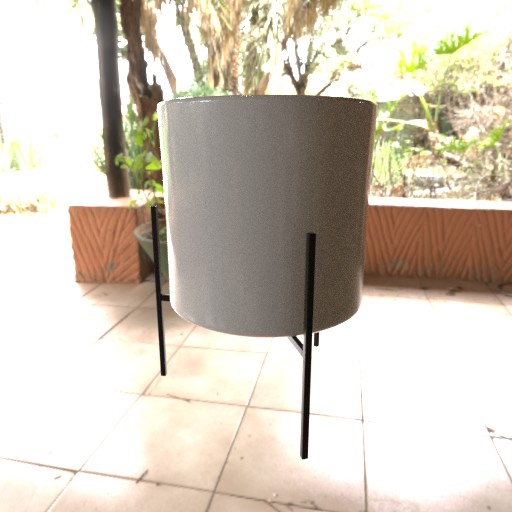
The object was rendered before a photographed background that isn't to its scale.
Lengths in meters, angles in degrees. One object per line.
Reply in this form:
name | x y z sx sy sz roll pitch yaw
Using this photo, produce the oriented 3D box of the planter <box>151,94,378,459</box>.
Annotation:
planter | 0.000 0.000 0.740 0.361 0.480 0.360 3 15 10
